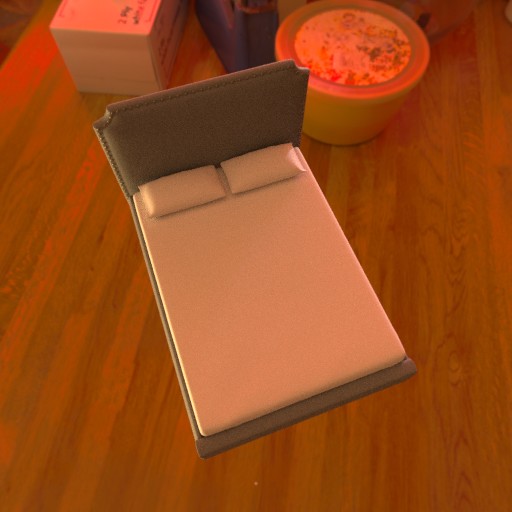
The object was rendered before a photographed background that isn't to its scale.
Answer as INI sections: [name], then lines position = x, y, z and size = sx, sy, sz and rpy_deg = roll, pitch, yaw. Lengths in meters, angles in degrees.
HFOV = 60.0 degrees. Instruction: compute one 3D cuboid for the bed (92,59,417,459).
[bed]
position = 0.000, 0.000, 3.395
size = 1.712, 1.443, 2.372
rpy_deg = -18, 64, -9
